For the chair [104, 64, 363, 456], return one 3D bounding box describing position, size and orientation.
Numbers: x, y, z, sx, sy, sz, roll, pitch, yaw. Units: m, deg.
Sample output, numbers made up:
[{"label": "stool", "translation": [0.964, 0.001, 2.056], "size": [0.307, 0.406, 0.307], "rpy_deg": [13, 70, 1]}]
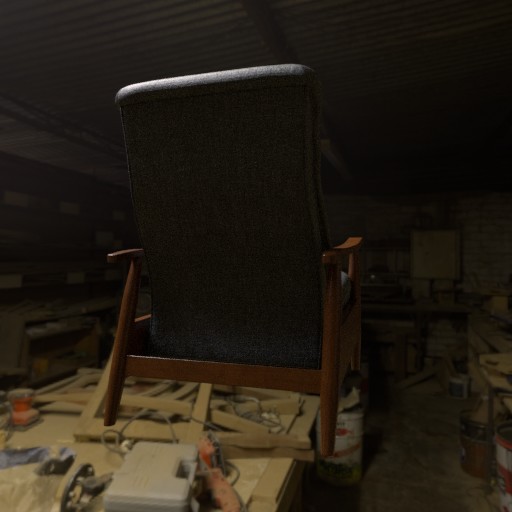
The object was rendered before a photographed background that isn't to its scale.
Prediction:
[{"label": "chair", "translation": [0.000, 0.000, 1.763], "size": [0.762, 1.082, 1.030], "rpy_deg": [0, 0, 17]}]
